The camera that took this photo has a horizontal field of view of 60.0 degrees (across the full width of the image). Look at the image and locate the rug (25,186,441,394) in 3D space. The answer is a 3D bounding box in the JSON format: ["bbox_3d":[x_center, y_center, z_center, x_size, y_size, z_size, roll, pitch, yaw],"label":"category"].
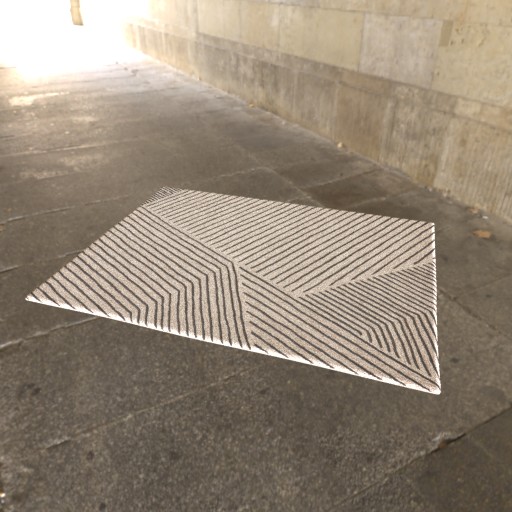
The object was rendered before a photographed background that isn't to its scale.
[{"bbox_3d":[0.000,0.000,3.176,2.449,0.028,1.829,10,34,15],"label":"rug"}]
